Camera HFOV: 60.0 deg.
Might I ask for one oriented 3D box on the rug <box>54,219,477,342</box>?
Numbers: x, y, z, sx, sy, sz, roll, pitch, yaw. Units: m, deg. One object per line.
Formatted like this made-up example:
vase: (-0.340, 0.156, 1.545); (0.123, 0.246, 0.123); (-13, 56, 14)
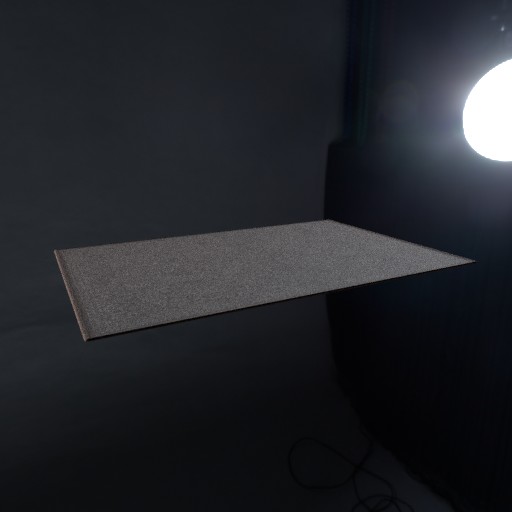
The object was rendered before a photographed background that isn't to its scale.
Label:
rug: (0.000, 0.000, 2.860); (2.286, 0.011, 1.524); (-8, 18, -27)
